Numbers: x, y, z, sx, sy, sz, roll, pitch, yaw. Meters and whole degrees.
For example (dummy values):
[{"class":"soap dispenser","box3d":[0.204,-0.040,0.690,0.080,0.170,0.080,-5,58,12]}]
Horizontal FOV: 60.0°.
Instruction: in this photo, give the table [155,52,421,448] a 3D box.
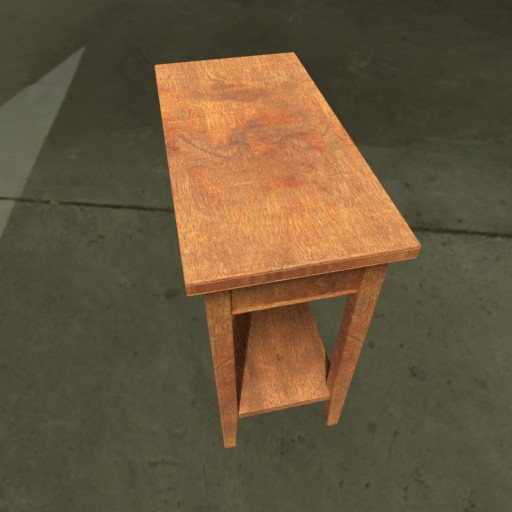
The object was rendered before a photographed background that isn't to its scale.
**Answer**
[{"class":"table","box3d":[0.000,0.000,0.973,0.305,0.610,0.610,-9,48,-8]}]
